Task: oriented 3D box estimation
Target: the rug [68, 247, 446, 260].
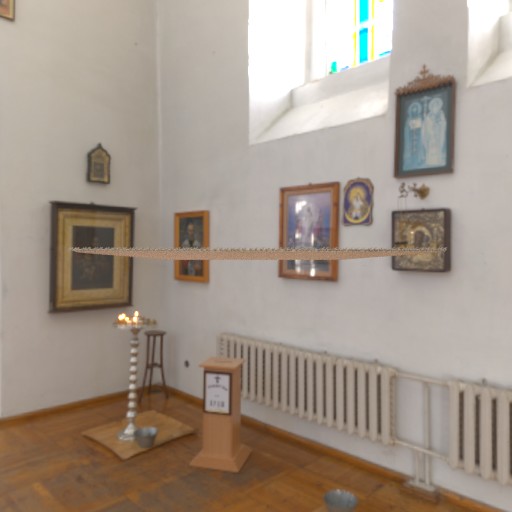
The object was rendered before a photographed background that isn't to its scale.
[{"bbox_3d":[0.000,0.000,2.307,1.223,0.015,1.771,0,-1,-1],"label":"rug"}]
